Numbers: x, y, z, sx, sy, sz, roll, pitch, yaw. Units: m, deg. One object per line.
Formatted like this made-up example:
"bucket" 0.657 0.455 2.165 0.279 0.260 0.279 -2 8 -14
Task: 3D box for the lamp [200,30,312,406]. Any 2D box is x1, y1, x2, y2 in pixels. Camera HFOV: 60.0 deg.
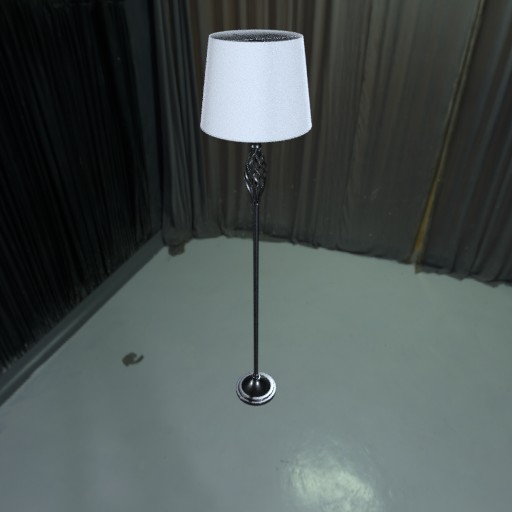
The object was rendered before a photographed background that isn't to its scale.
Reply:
"lamp" 0.000 0.000 1.809 0.379 1.623 0.379 0 33 0
